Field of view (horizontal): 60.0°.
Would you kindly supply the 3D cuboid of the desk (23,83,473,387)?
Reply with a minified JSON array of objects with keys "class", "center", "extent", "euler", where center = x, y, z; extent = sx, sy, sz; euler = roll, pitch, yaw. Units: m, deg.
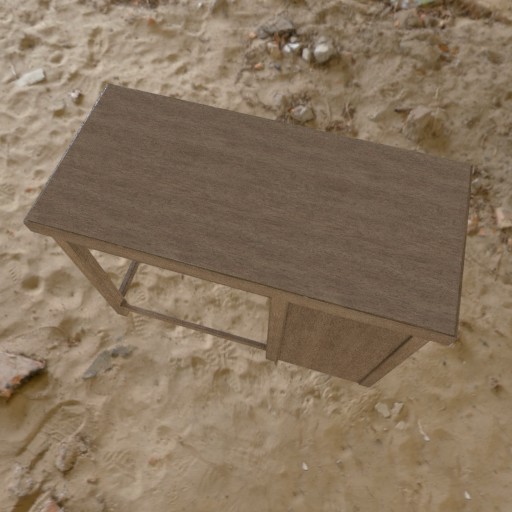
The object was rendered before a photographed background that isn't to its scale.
[{"class":"desk","center":[0.000,0.000,1.791],"extent":[1.289,0.912,0.610],"euler":[15,65,7]}]
